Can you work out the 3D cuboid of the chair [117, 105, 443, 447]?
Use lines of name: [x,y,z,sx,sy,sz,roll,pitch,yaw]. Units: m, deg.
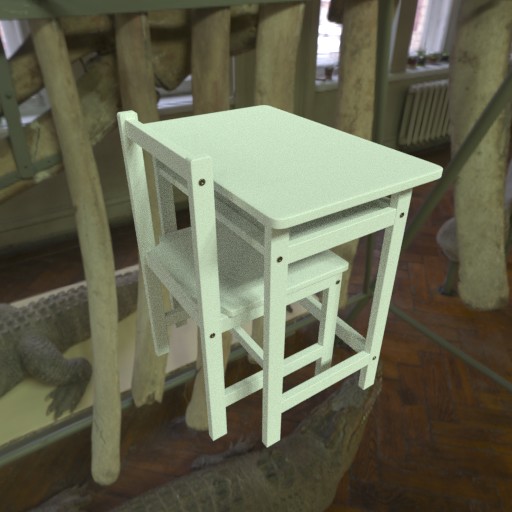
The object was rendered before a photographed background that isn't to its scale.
chair: [0.000,0.000,1.073,0.461,0.673,0.599,-19,37,-28]
